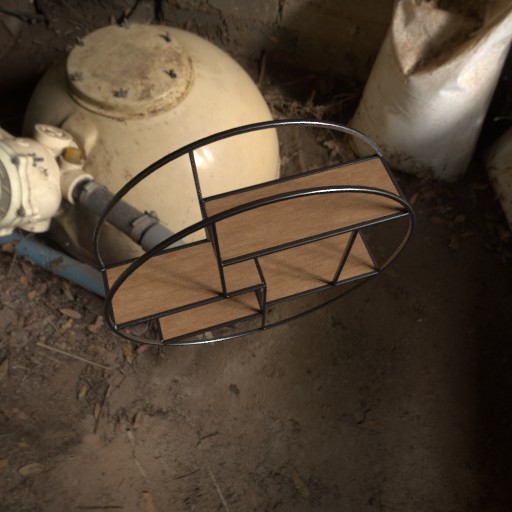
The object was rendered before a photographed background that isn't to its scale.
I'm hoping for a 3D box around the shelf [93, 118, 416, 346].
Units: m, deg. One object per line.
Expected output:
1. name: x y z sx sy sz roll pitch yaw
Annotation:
1. shelf: 0.000 0.000 1.311 0.888 0.888 0.202 -16 65 -7
